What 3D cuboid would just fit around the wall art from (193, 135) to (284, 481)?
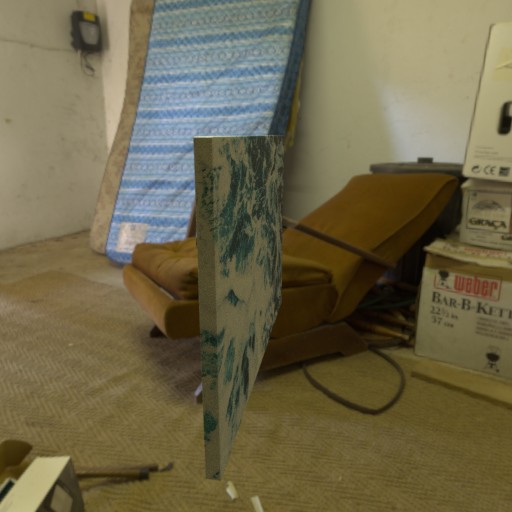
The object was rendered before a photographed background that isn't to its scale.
[{"bbox_3d":[0.000,0.000,1.941,0.055,1.017,1.524,3,16,10],"label":"wall art"}]
